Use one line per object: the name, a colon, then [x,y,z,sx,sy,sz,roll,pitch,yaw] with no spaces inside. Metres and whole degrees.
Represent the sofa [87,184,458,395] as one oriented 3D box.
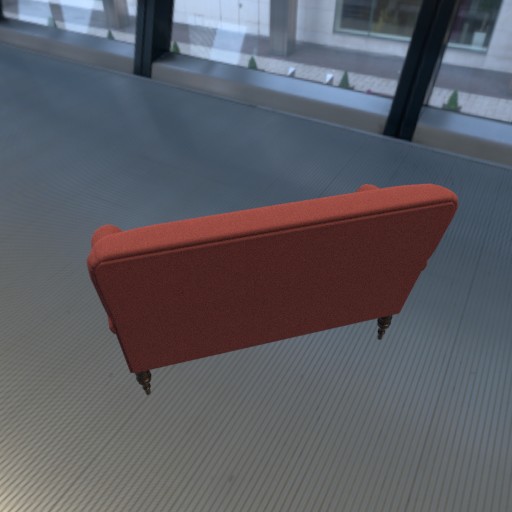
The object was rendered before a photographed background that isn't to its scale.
sofa: [0.000,0.000,1.874,1.297,0.889,0.779,-10,41,-12]
